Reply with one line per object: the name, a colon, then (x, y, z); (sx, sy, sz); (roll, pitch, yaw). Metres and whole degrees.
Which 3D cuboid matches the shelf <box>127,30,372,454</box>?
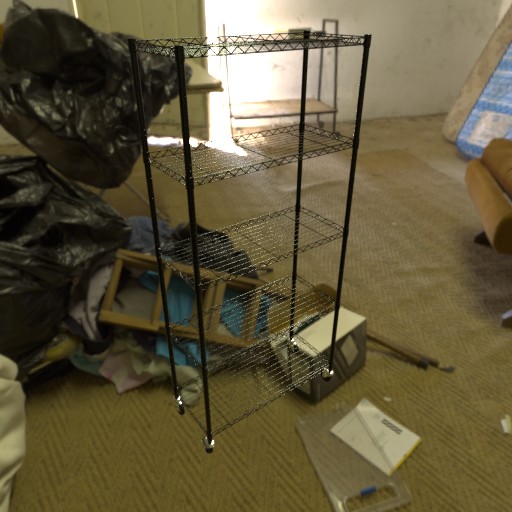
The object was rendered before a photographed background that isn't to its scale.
shelf: (0.000, 0.000, 1.847); (0.762, 1.645, 0.356); (-20, 36, -31)
